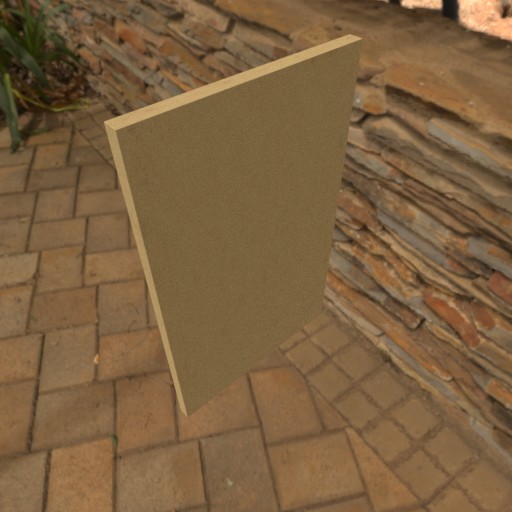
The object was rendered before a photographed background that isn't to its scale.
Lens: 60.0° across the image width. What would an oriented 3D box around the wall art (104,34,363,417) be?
[{"bbox_3d":[0.000,0.000,0.986,0.510,0.810,0.039,-32,53,-28],"label":"wall art"}]
